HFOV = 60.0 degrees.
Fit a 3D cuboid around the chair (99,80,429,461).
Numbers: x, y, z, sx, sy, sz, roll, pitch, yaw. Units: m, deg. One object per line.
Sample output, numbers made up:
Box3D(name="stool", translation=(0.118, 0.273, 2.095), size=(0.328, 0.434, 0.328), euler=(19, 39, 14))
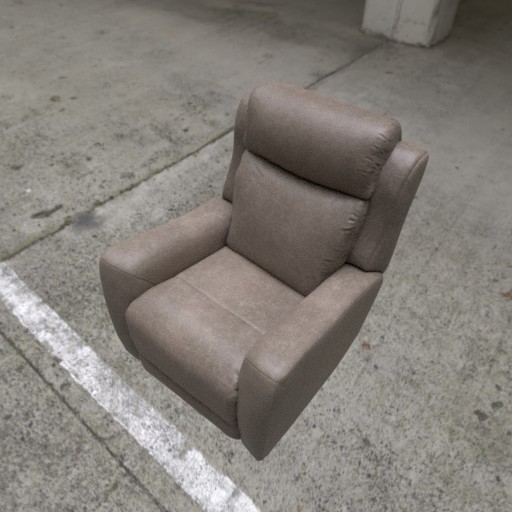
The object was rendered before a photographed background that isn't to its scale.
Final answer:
Box3D(name="chair", translation=(0.000, 0.000, 1.917), size=(0.967, 1.116, 1.068), euler=(30, 52, 27))
